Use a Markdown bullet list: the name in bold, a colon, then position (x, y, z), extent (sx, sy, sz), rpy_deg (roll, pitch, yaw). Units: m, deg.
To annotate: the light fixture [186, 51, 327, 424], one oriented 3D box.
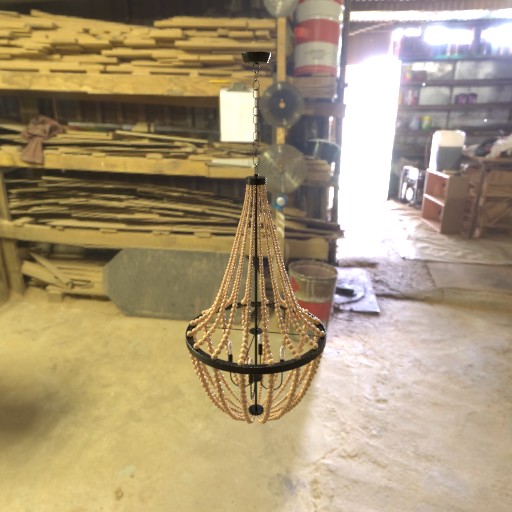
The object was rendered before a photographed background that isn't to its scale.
- **light fixture**: position (0.000, 0.000, 1.353), extent (0.450, 1.133, 0.450), rpy_deg (0, 18, 0)
